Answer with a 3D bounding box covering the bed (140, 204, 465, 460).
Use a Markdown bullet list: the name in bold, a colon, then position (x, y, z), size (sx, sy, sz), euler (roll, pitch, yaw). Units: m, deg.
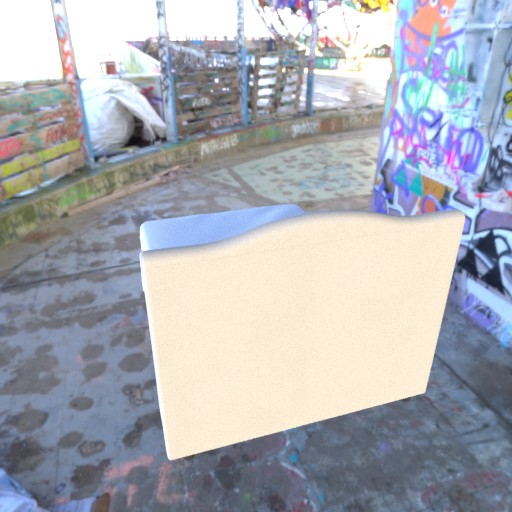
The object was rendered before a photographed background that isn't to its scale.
- **bed**: position (0.000, 0.000, 3.222), size (1.678, 1.398, 2.052), euler (-8, 28, -16)
